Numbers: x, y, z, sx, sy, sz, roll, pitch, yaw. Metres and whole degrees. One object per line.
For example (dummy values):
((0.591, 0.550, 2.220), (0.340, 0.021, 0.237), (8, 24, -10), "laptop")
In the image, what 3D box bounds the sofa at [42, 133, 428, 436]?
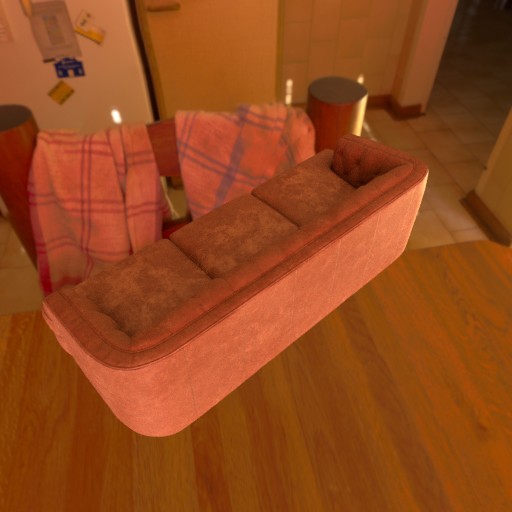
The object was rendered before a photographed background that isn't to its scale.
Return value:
((0.000, 0.000, 2.629), (2.257, 0.791, 0.922), (-33, 54, -27), "sofa")
